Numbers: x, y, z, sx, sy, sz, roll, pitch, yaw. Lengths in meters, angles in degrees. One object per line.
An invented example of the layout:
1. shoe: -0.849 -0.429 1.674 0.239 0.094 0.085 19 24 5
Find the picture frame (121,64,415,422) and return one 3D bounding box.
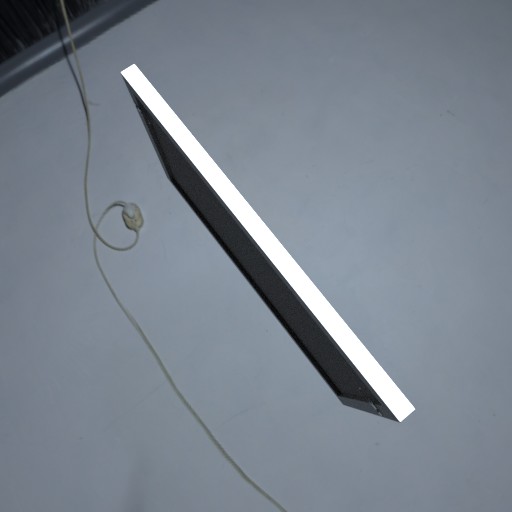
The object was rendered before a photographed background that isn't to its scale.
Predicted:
1. picture frame: 0.000 0.000 0.808 0.044 0.379 0.647 -36 78 -9
